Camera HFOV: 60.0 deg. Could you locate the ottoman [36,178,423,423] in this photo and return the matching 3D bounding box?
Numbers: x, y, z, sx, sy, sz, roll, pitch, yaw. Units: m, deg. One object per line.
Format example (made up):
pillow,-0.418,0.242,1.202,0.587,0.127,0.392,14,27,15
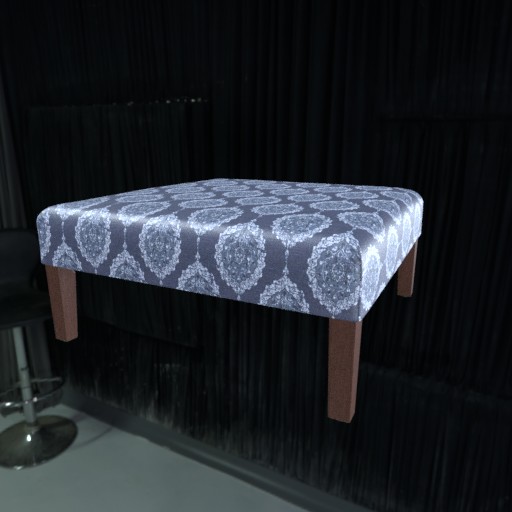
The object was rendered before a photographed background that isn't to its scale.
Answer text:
ottoman,0.000,0.000,1.417,0.889,0.409,0.890,8,17,26
